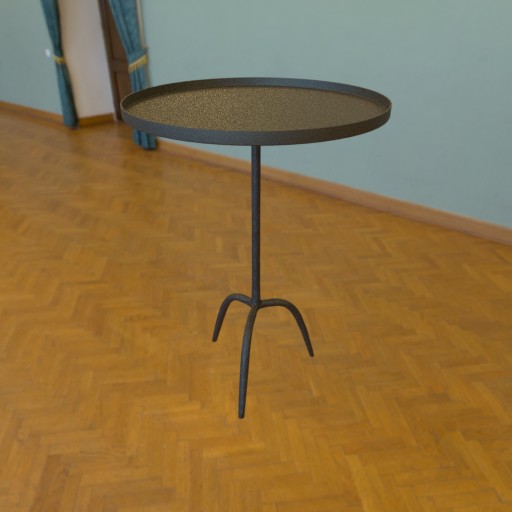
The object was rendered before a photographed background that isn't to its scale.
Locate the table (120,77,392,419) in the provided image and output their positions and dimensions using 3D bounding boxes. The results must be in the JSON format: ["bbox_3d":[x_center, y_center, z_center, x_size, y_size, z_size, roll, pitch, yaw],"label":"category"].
[{"bbox_3d":[0.000,0.000,1.021,0.502,0.700,0.502,20,36,31],"label":"table"}]
